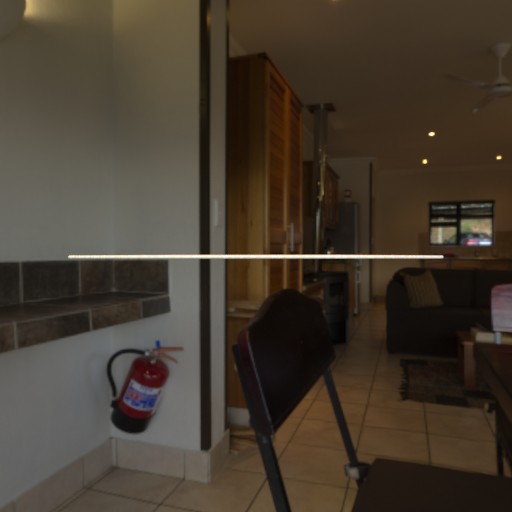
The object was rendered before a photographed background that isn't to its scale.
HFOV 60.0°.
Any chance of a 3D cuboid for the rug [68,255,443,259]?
[{"bbox_3d":[0.000,0.000,3.002,1.531,0.014,2.441,0,0,0],"label":"rug"}]
